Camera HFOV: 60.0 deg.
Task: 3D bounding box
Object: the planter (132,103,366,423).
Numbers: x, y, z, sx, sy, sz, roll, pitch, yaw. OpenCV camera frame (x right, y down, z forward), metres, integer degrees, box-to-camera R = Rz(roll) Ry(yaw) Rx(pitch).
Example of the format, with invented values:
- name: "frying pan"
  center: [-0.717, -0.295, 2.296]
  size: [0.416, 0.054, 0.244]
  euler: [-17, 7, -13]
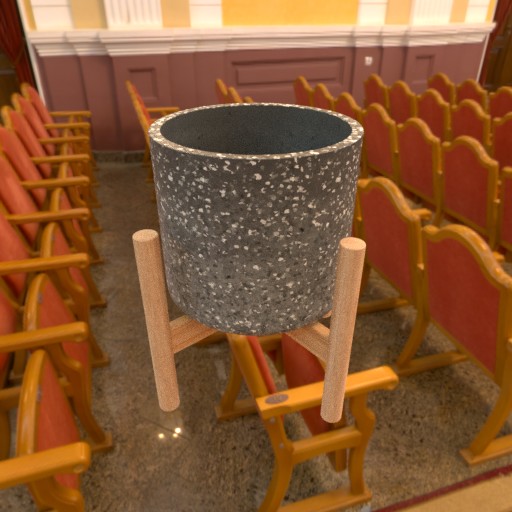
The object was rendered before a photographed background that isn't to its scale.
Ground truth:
- name: "planter"
  center: [0.000, 0.000, 0.548]
  size: [0.284, 0.320, 0.284]
  euler: [-9, 32, -15]
